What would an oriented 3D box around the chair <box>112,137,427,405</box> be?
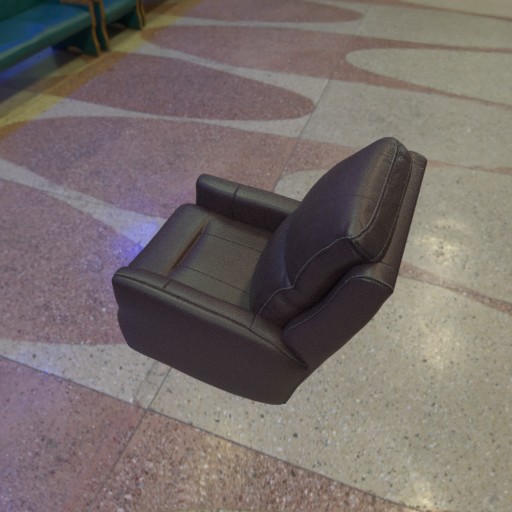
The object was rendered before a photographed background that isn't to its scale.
[{"bbox_3d":[0.000,0.000,1.825,1.080,1.030,0.829,17,48,16],"label":"chair"}]
